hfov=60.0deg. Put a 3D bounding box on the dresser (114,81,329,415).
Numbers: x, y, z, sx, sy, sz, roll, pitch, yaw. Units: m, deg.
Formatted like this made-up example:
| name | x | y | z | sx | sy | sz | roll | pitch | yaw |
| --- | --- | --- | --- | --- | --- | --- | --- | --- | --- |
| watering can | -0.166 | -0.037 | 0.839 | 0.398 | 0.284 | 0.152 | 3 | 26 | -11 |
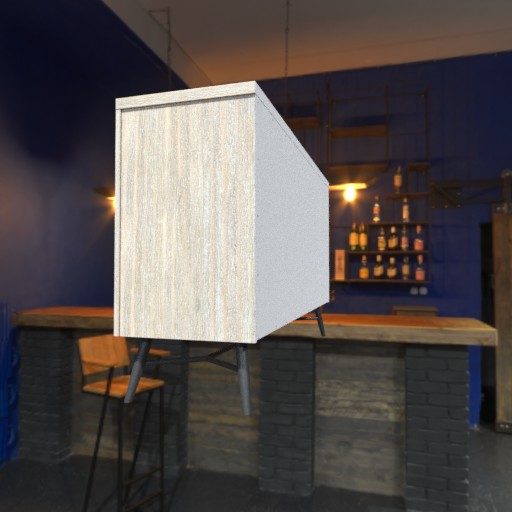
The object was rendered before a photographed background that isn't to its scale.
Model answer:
| name | x | y | z | sx | sy | sz | roll | pitch | yaw |
| --- | --- | --- | --- | --- | --- | --- | --- | --- | --- |
| dresser | 0.000 | 0.000 | 1.994 | 0.457 | 0.914 | 1.524 | 0 | -2 | 17 |
